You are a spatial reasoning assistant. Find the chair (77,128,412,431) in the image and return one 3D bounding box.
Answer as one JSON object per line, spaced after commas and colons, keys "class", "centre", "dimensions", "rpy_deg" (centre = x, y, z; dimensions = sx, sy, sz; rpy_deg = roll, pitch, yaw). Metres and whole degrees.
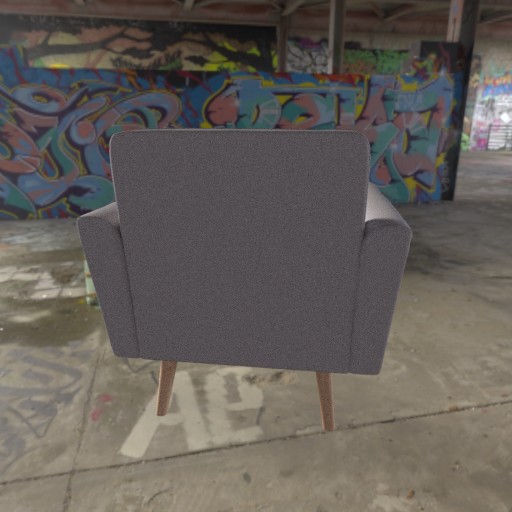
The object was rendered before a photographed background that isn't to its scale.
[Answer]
{"class": "chair", "centre": [0.000, 0.000, 1.385], "dimensions": [0.780, 0.780, 0.750], "rpy_deg": [2, 17, 7]}
